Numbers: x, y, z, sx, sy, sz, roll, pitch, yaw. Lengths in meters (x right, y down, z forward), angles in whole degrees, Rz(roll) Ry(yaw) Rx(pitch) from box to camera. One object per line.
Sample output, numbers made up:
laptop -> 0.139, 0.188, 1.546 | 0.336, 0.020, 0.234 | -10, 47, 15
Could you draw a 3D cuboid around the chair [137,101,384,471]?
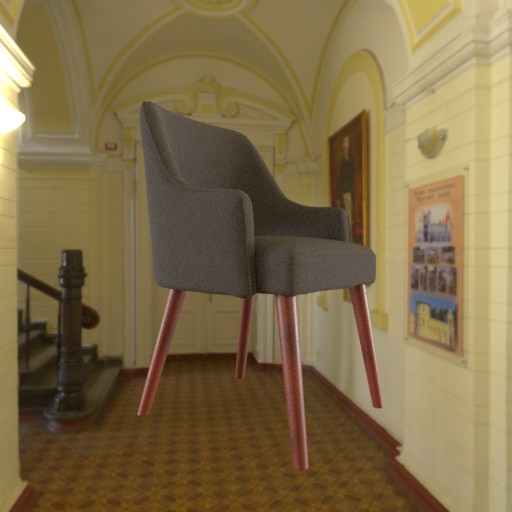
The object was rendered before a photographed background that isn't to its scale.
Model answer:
chair -> 0.000, 0.000, 1.209 | 0.560, 0.838, 0.559 | 1, 1, 36
